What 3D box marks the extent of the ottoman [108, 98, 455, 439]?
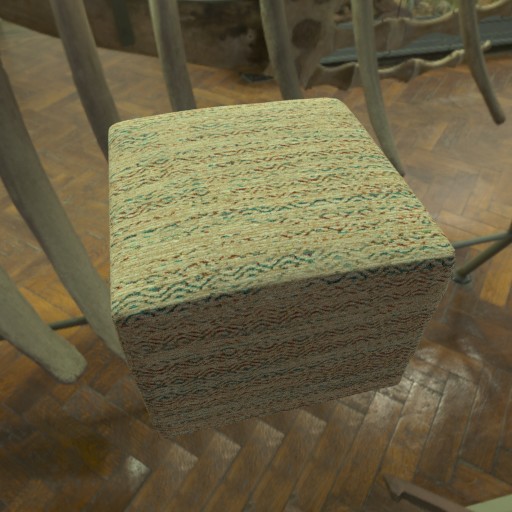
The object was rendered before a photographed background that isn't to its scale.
[{"bbox_3d":[0.000,0.000,0.915,0.512,0.453,0.521,-10,47,-9],"label":"ottoman"}]
